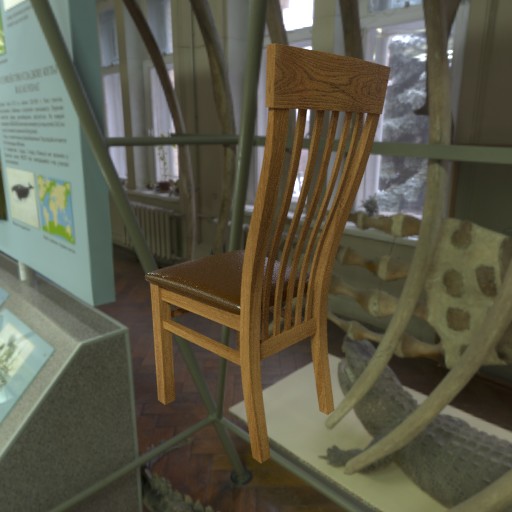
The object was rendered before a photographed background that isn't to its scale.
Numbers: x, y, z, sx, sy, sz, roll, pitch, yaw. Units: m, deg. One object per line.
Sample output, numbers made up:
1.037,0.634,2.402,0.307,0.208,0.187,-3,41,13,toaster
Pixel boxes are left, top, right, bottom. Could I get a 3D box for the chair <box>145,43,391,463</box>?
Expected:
0.000,0.000,1.338,0.580,1.050,0.450,15,21,43,chair
